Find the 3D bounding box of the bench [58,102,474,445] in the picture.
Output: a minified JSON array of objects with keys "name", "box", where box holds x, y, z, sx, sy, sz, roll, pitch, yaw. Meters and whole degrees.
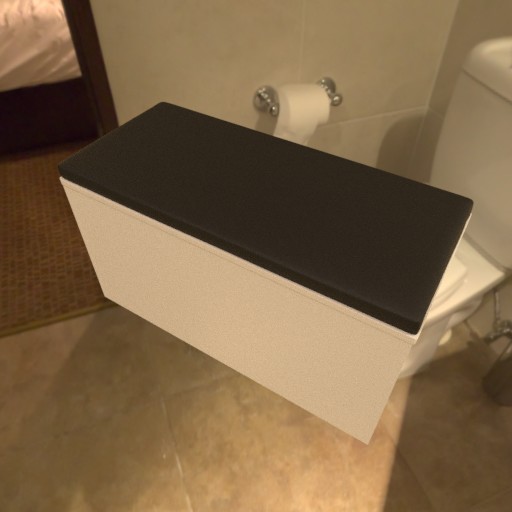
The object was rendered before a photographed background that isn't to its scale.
[{"name":"bench","box":[0.000,0.000,1.191,0.899,0.500,0.401,24,50,22]}]
